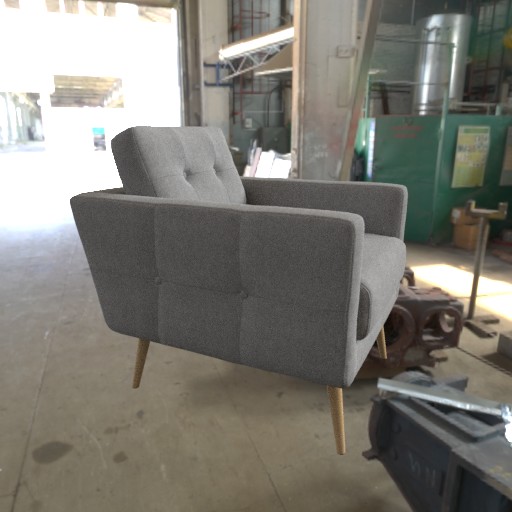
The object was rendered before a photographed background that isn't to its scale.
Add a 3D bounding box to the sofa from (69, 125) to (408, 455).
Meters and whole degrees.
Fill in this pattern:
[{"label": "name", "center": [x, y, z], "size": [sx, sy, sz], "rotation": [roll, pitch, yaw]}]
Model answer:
[{"label": "sofa", "center": [0.000, 0.000, 1.520], "size": [0.920, 0.860, 0.770], "rotation": [8, 17, 25]}]
